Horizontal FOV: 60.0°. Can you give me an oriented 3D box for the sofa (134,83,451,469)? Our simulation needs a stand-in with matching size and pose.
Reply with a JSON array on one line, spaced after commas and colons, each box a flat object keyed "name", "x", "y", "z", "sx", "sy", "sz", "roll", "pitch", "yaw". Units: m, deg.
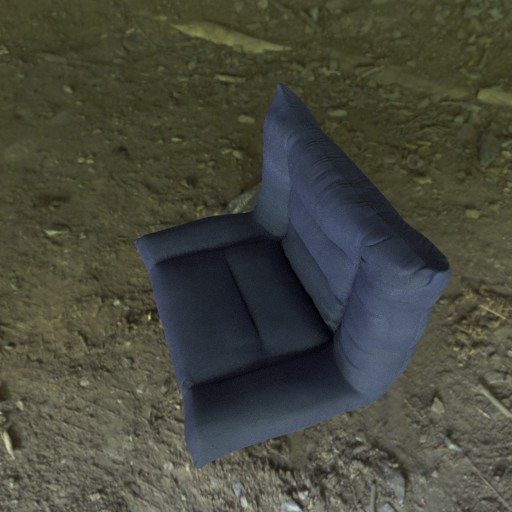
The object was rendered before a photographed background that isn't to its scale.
[{"name": "sofa", "x": 0.000, "y": 0.000, "z": 1.674, "sx": 0.849, "sy": 0.778, "sz": 1.122, "roll": -15, "pitch": 47, "yaw": -14}]
